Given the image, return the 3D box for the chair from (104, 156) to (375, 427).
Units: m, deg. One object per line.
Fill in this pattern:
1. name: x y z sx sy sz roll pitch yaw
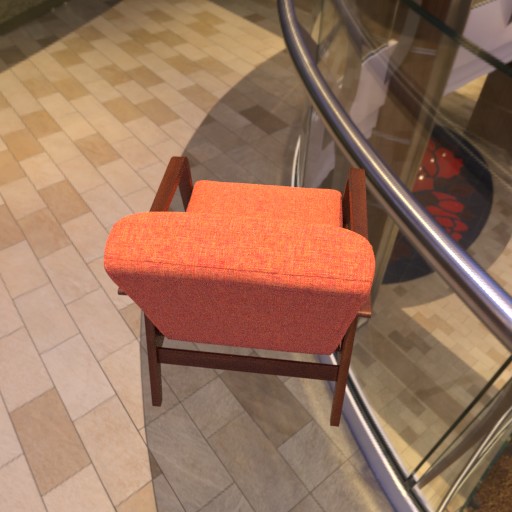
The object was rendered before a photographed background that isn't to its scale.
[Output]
1. chair: 0.000 0.000 1.508 0.719 0.890 0.860 5 48 4
